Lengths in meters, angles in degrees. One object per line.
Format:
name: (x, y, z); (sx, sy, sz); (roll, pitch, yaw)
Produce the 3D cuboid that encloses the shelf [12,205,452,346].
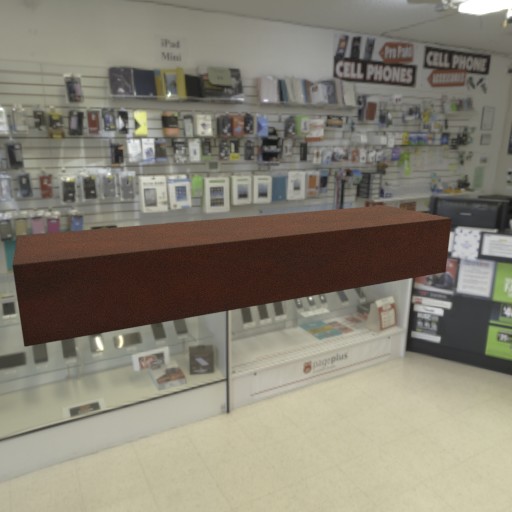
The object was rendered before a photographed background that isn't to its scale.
shelf: (0.000, 0.000, 0.641); (0.607, 0.088, 0.152); (-7, 16, -25)
